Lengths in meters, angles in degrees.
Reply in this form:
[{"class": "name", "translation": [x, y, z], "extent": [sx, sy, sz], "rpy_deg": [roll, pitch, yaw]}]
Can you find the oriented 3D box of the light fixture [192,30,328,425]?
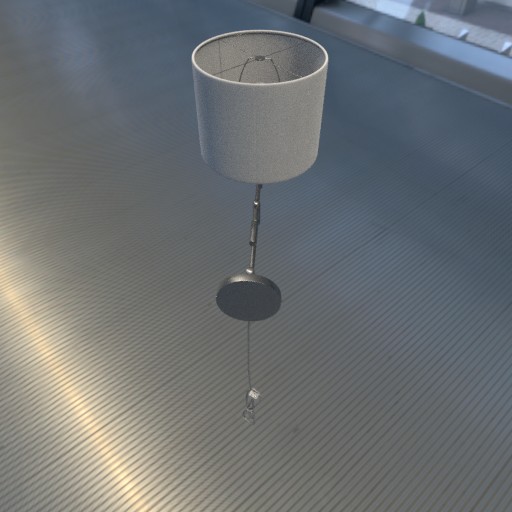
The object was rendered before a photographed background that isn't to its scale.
[{"class": "light fixture", "translation": [0.000, 0.000, 1.045], "extent": [0.253, 0.842, 0.479], "rpy_deg": [3, 46, 3]}]
